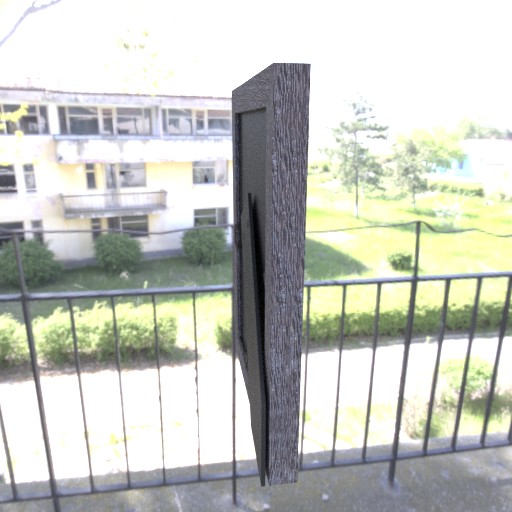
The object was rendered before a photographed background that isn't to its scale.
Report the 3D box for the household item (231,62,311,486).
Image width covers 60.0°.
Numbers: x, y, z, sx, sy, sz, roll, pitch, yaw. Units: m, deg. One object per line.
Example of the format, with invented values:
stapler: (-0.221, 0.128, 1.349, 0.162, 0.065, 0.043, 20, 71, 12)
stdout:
household item: (0.000, 0.000, 0.285, 0.020, 0.210, 0.160, -3, 17, -9)
